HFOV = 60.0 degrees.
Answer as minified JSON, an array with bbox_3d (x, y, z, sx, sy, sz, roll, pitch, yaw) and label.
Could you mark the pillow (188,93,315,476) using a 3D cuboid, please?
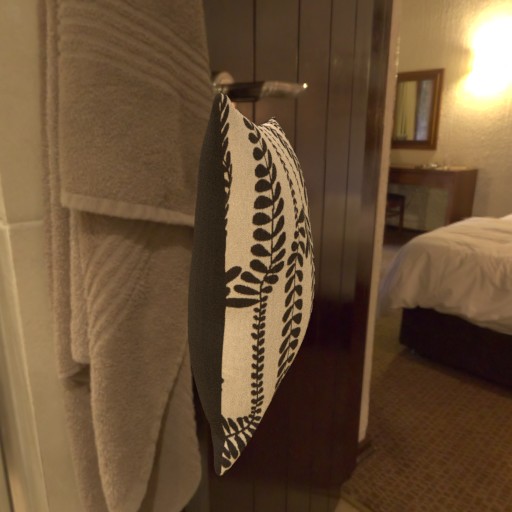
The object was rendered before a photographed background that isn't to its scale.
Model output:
[{"bbox_3d":[0.000,0.000,0.686,0.182,0.441,0.440,3,15,9],"label":"pillow"}]
